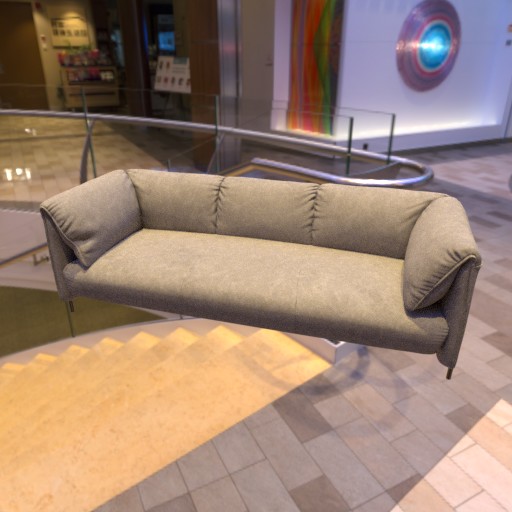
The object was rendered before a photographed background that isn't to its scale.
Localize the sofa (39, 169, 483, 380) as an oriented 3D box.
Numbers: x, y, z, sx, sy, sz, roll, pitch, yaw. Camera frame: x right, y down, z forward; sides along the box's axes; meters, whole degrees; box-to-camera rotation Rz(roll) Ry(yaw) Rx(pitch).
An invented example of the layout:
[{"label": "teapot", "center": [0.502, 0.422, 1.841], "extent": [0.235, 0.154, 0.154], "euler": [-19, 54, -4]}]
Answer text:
[{"label": "sofa", "center": [0.000, 0.000, 2.610], "extent": [2.238, 0.758, 0.899], "euler": [7, 26, 15]}]
